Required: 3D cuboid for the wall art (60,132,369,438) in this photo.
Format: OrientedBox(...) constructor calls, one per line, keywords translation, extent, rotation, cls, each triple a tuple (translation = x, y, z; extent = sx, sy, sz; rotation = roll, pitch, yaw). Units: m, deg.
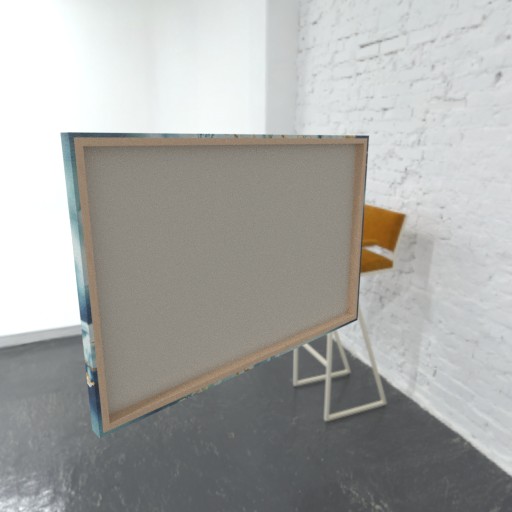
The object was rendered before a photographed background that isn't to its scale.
OrientedBox(translation=(0.000, 0.000, 1.150), extent=(0.912, 0.608, 0.038), rotation=(-13, 20, -41), cls="wall art")
